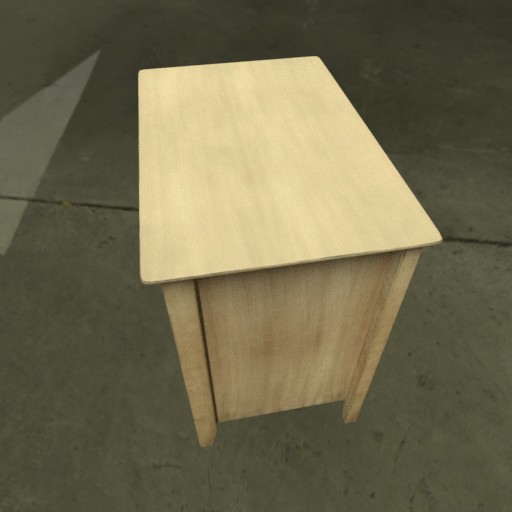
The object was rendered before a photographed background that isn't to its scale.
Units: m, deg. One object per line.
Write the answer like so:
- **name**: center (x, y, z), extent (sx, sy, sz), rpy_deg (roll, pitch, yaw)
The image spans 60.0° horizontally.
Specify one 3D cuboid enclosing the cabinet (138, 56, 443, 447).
- **cabinet**: center (0.000, 0.000, 1.241), extent (0.503, 0.762, 0.763), rpy_deg (-8, 47, -7)
